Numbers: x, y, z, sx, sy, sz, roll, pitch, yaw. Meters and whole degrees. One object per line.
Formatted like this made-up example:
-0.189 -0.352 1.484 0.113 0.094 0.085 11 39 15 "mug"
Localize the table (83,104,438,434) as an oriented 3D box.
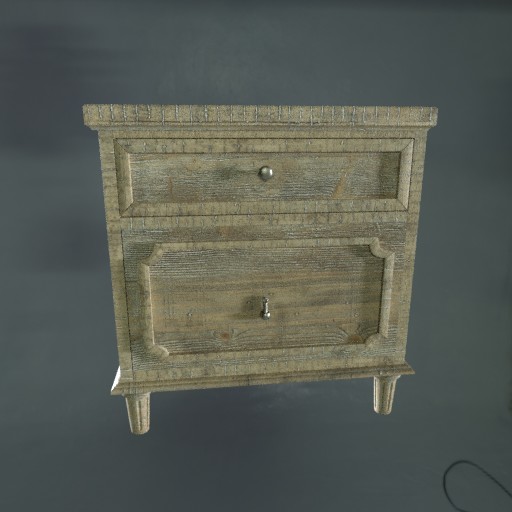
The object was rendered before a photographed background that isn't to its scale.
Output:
0.000 0.000 1.145 0.686 0.711 0.457 -2 16 -7 "table"
